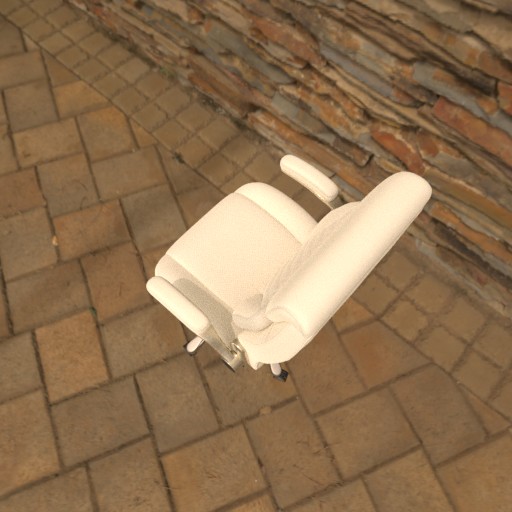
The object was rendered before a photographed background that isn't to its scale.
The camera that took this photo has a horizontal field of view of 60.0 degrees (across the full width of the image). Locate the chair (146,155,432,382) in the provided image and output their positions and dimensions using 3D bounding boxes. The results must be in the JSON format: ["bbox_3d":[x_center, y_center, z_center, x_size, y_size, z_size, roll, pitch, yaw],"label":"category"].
[{"bbox_3d":[0.000,0.000,1.593,0.794,1.110,0.740,35,68,16],"label":"chair"}]
